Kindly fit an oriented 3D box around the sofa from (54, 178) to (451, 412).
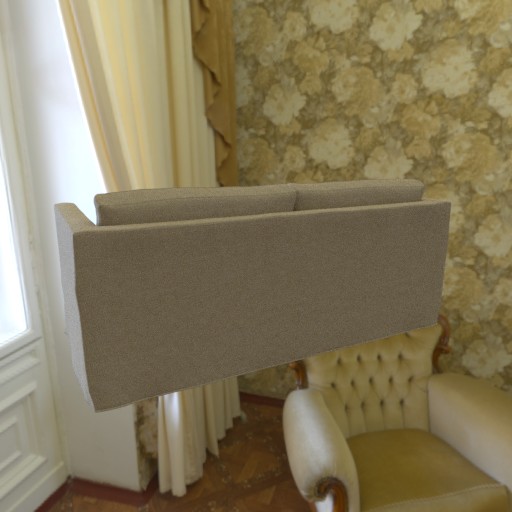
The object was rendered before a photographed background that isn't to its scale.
[{"bbox_3d":[0.000,0.000,2.460,1.987,0.847,0.956,-7,16,-27],"label":"sofa"}]
